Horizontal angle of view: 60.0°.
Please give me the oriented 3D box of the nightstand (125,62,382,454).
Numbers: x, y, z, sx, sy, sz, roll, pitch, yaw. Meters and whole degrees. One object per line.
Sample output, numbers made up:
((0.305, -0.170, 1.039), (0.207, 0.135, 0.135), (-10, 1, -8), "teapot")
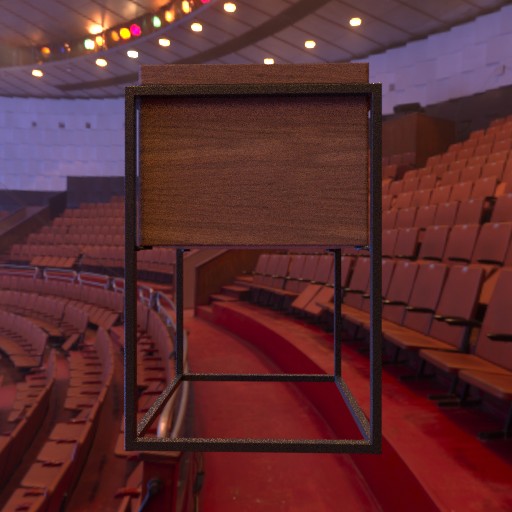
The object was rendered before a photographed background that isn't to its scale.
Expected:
((0.000, 0.000, 0.881), (0.397, 0.607, 0.397), (0, 0, 2), "nightstand")
